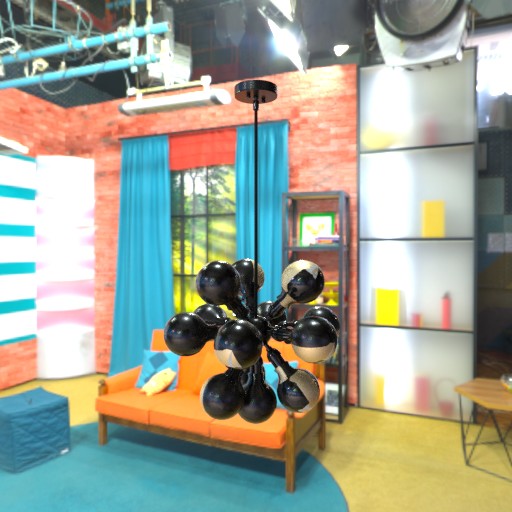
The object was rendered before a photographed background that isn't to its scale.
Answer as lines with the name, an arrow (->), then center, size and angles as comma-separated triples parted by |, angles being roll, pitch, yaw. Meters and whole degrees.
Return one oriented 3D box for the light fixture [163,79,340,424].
light fixture -> 0.000, 0.000, 1.137 | 0.468, 0.859, 0.420 | 0, 1, -18
